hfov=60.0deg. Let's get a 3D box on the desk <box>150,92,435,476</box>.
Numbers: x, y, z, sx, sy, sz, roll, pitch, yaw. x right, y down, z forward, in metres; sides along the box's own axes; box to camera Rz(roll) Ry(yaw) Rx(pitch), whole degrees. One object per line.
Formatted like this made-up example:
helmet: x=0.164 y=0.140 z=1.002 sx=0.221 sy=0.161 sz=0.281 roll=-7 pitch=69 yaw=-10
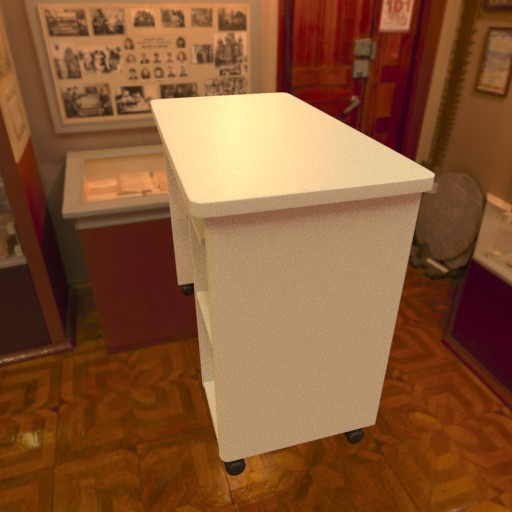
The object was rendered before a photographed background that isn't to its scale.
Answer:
desk: x=0.000 y=0.000 z=1.329 sx=0.475 sy=0.763 sz=0.877 roll=-8 pitch=31 yaw=-14
